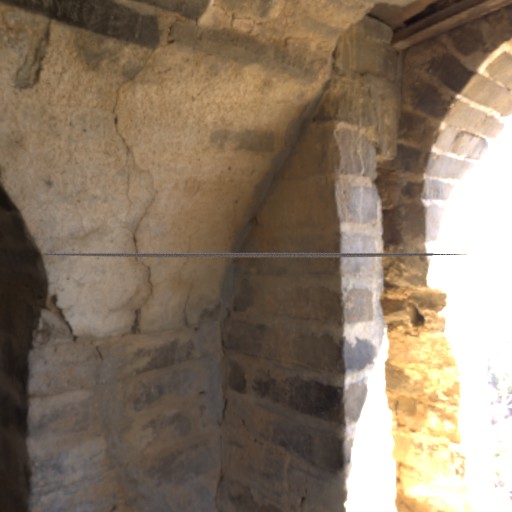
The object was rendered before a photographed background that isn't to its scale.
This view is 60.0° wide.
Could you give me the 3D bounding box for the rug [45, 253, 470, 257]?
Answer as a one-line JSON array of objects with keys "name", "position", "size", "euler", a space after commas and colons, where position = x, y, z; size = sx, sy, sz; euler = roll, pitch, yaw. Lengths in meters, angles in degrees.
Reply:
[{"name": "rug", "position": [0.000, 0.000, 4.020], "size": [2.438, 0.012, 3.048], "euler": [0, 0, 0]}]
